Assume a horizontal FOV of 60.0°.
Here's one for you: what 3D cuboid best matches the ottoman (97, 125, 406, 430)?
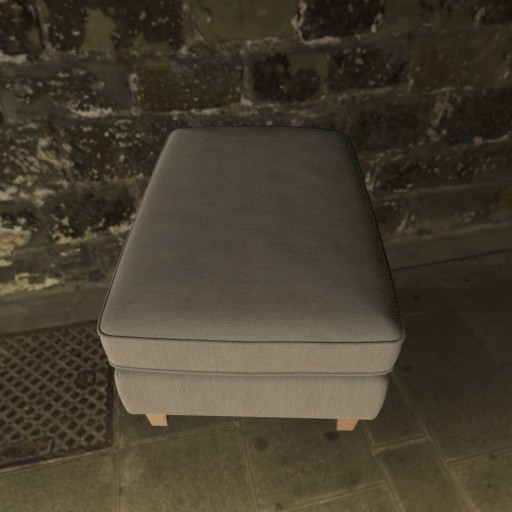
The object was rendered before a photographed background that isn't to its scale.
[{"bbox_3d":[0.000,0.000,1.330,0.636,0.480,0.941,1,41,1],"label":"ottoman"}]
